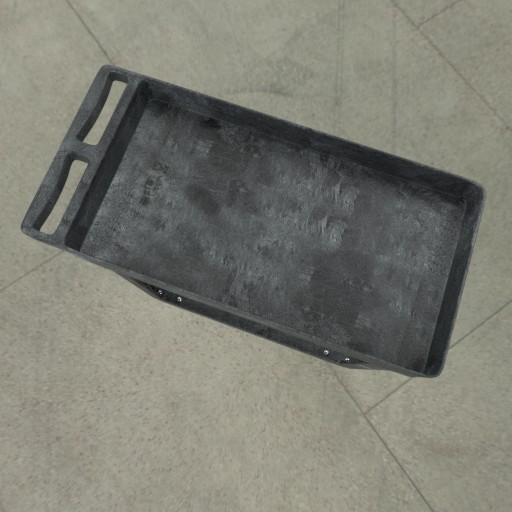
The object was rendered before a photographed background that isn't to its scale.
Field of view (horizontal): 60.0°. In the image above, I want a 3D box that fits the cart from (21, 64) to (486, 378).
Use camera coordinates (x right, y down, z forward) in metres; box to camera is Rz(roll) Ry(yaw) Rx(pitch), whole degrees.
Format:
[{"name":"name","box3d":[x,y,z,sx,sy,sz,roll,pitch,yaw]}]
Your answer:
[{"name":"cart","box3d":[0.000,0.000,1.302,0.877,0.824,0.420,19,77,5]}]
